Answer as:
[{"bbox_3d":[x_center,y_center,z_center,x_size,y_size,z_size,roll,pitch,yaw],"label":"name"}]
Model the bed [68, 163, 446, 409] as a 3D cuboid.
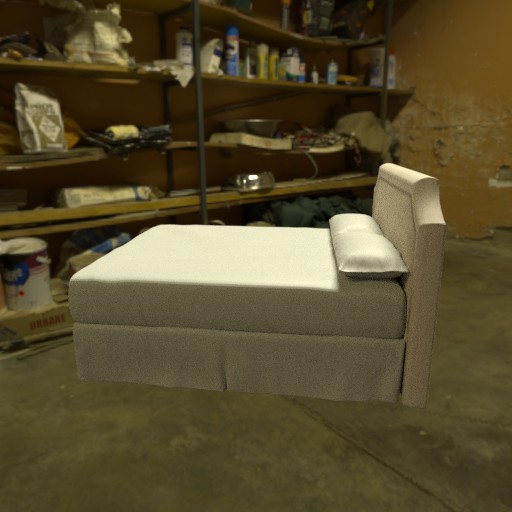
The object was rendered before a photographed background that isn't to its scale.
[{"bbox_3d":[0.000,0.000,3.305,2.164,1.297,1.828,2,15,7],"label":"bed"}]
